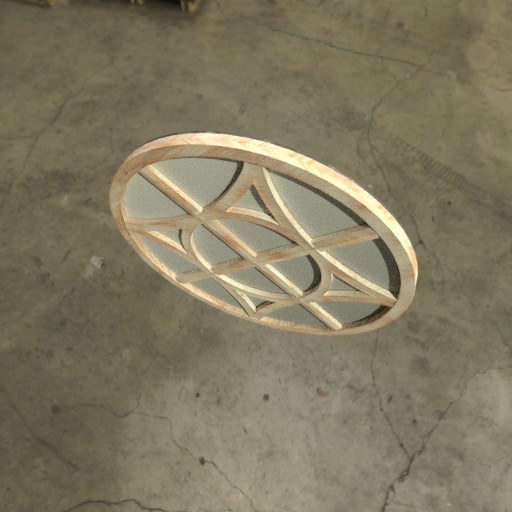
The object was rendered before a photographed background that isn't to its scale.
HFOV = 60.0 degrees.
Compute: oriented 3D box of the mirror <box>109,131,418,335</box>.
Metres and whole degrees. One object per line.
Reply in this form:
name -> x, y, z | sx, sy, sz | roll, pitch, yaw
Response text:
mirror -> 0.000, 0.000, 1.033 | 0.710, 0.710, 0.038 | 16, 60, 9
